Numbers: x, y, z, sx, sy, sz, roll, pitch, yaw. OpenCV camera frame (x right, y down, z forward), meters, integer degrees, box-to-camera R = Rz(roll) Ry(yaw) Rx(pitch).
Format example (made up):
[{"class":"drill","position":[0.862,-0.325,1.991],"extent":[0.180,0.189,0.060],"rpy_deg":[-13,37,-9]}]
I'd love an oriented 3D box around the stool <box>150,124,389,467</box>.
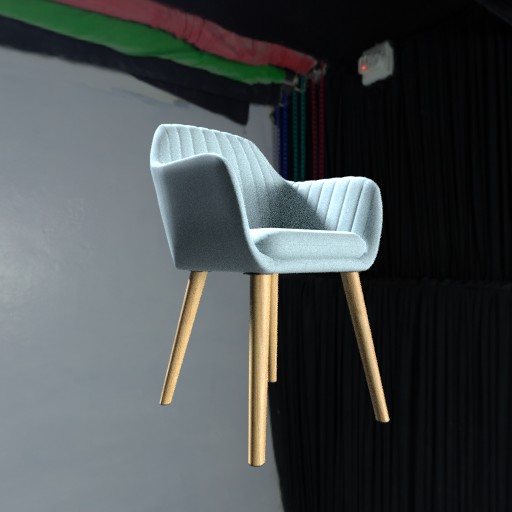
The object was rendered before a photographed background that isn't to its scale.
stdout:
[{"class":"stool","position":[0.000,0.000,1.230],"extent":[0.503,0.830,0.590],"rpy_deg":[0,0,-36]}]
